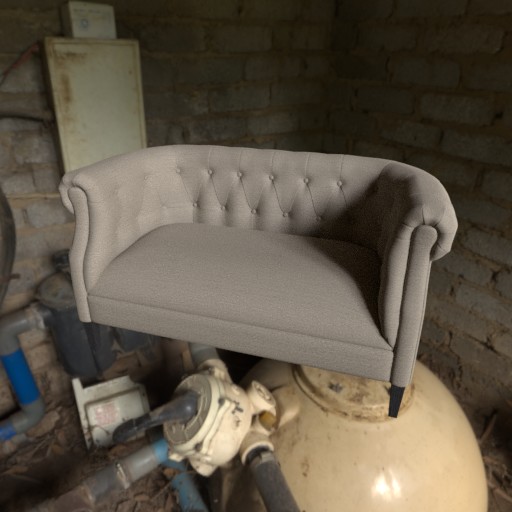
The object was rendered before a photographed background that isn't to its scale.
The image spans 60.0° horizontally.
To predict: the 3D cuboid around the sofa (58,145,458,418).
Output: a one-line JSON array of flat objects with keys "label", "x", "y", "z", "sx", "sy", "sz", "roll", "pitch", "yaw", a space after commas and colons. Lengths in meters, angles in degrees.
[{"label": "sofa", "x": 0.000, "y": 0.000, "z": 2.028, "sx": 1.558, "sy": 0.827, "sz": 0.835, "roll": 8, "pitch": 27, "yaw": 16}]
